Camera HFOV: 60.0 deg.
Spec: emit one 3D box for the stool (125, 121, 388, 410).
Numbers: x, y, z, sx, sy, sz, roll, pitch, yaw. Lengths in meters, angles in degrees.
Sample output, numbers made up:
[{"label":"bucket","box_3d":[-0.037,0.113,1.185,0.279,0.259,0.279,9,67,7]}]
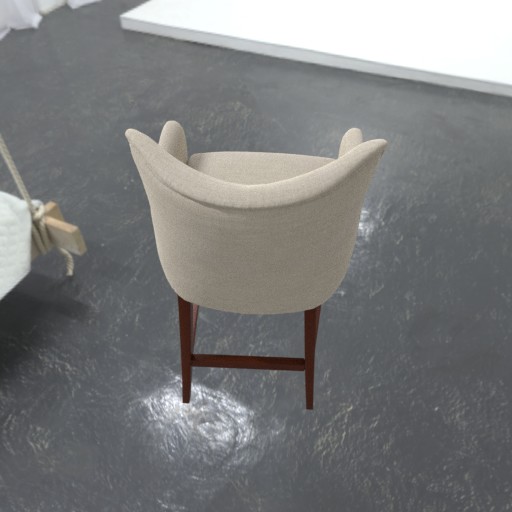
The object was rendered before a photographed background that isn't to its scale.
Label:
[{"label":"stool","box_3d":[0.000,0.000,1.393,0.615,0.987,0.637,3,46,3]}]
